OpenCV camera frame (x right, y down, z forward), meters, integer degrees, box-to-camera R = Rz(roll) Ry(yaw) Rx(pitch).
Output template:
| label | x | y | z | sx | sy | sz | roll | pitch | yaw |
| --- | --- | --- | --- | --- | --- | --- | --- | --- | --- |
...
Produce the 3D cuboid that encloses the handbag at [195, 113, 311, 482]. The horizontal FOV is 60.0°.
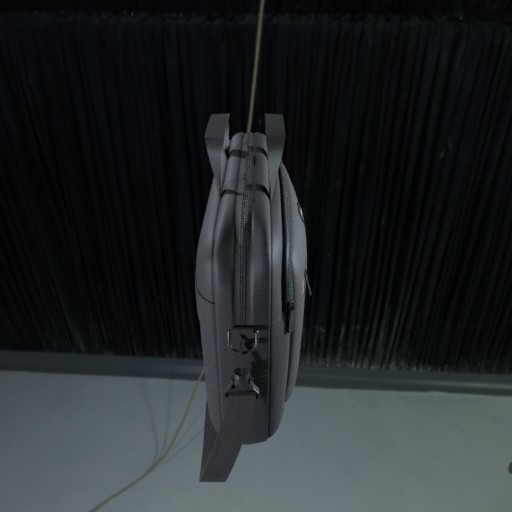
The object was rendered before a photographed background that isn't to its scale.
| label | x | y | z | sx | sy | sz | roll | pitch | yaw |
| --- | --- | --- | --- | --- | --- | --- | --- | --- | --- |
| handbag | 0.000 | 0.000 | 0.560 | 0.126 | 0.330 | 0.429 | 0 | 32 | 0 |
